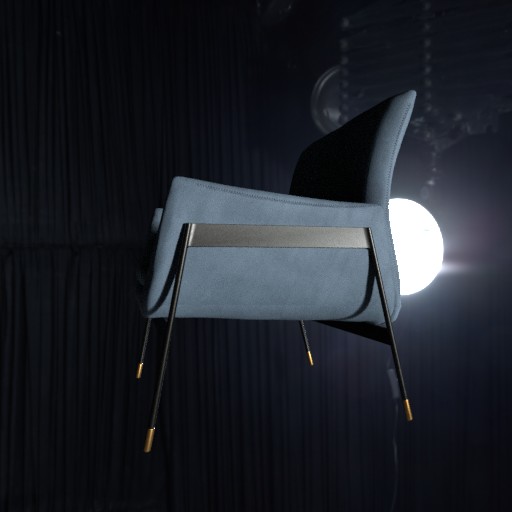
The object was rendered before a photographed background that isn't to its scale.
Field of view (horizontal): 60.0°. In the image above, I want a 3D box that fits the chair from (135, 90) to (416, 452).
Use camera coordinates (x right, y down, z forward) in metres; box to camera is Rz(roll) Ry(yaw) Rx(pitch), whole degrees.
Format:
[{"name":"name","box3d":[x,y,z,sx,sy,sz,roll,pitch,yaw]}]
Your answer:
[{"name":"chair","box3d":[0.000,0.000,1.366,0.709,0.858,0.678,0,-1,-17]}]
